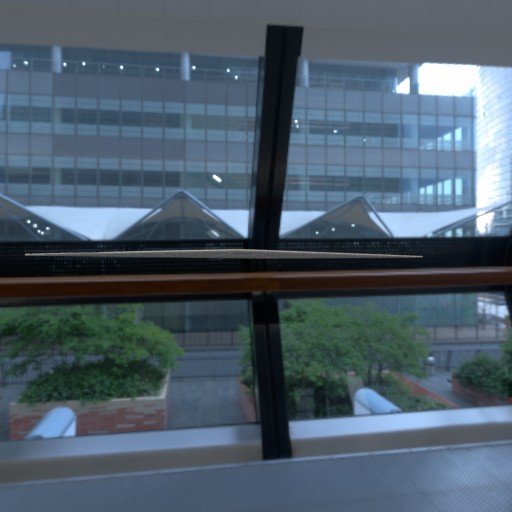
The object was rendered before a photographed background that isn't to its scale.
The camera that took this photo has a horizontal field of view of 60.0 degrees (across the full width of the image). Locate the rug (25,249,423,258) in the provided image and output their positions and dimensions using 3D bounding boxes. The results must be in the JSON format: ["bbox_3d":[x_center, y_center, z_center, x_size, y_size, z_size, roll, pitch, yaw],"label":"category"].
[{"bbox_3d":[0.000,0.000,2.914,1.522,0.008,2.284,-1,-1,36],"label":"rug"}]
